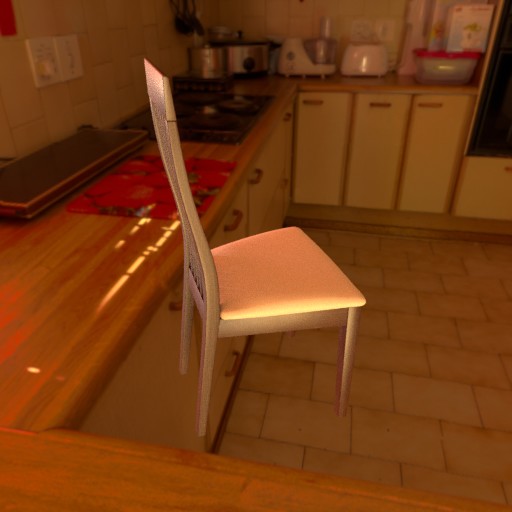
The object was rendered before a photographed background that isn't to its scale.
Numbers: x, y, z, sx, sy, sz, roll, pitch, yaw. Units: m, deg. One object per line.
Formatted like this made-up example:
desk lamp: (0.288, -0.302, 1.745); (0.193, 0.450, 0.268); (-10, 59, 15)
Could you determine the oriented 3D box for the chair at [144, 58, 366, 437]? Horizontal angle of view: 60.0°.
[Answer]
chair: (0.000, 0.000, 1.268); (0.474, 1.027, 0.460); (-10, 32, -16)
